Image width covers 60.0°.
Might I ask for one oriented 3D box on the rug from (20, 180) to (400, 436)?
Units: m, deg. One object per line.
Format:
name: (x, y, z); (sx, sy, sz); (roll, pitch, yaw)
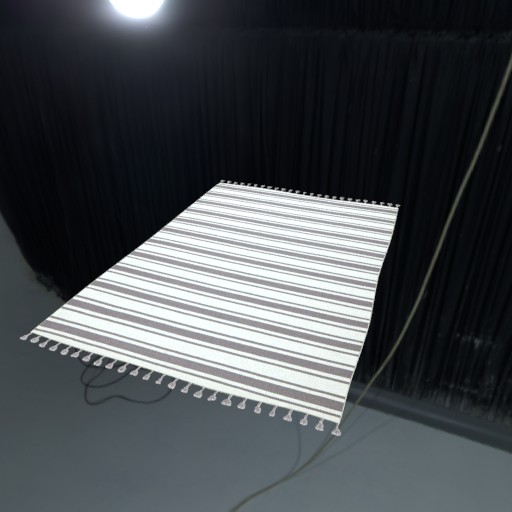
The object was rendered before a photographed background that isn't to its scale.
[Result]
rug: (0.000, 0.000, 3.679); (2.030, 0.017, 3.040); (11, 32, 18)
